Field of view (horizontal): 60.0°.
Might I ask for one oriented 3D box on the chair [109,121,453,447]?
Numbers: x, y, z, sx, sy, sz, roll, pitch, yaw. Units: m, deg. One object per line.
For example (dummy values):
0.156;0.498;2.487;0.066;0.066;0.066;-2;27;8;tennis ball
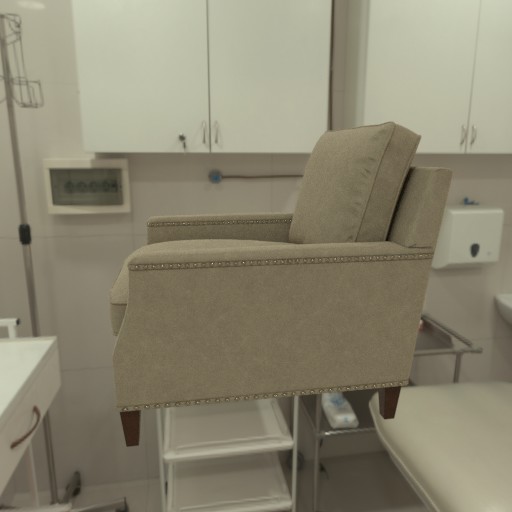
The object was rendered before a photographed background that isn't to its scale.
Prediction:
0.000;0.000;1.664;1.014;0.943;0.853;-2;13;-10;chair
